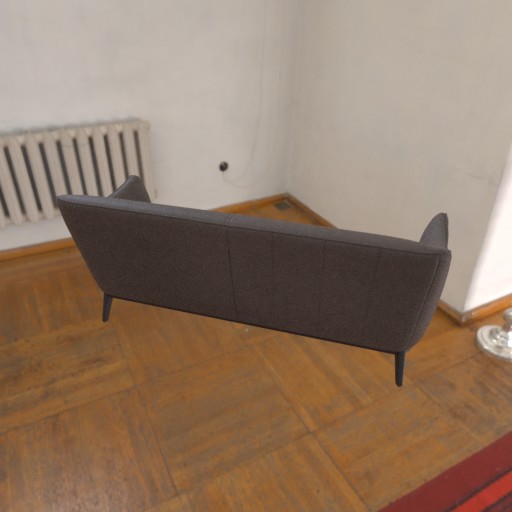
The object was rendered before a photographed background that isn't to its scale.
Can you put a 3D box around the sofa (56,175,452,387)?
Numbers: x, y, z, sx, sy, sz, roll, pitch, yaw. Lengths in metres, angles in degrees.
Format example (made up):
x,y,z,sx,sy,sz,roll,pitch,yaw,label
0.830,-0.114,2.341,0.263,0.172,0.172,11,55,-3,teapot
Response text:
x,y,z,sx,sy,sz,roll,pitch,yaw,label
0.000,0.000,2.405,1.928,0.831,0.869,9,33,15,sofa
